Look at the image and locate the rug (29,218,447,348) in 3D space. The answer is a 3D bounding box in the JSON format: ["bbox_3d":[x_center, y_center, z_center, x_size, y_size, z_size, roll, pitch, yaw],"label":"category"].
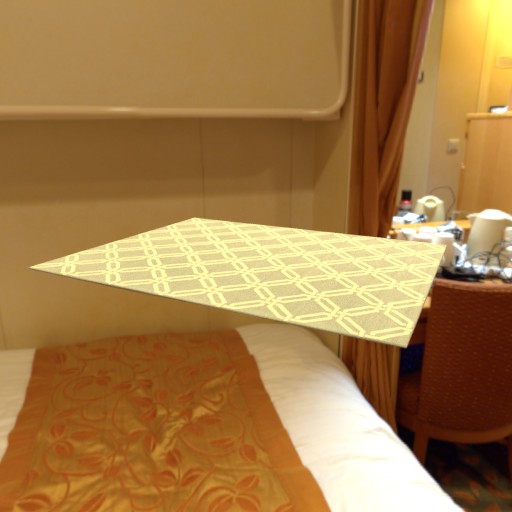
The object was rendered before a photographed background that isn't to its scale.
[{"bbox_3d":[0.000,0.000,3.858,2.895,0.018,2.288,8,18,26],"label":"rug"}]
